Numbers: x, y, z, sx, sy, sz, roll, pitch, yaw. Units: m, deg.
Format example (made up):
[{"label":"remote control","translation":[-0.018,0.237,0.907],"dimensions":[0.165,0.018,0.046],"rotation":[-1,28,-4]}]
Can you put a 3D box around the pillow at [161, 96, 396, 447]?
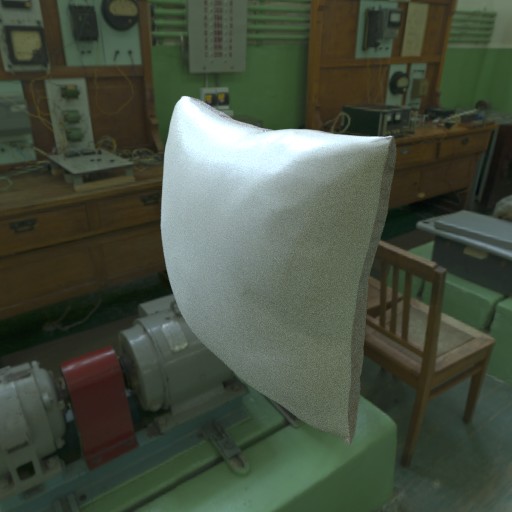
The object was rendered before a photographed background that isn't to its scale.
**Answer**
[{"label":"pillow","translation":[0.000,0.000,0.710],"dimensions":[0.245,0.448,0.450],"rotation":[-18,31,-32]}]
